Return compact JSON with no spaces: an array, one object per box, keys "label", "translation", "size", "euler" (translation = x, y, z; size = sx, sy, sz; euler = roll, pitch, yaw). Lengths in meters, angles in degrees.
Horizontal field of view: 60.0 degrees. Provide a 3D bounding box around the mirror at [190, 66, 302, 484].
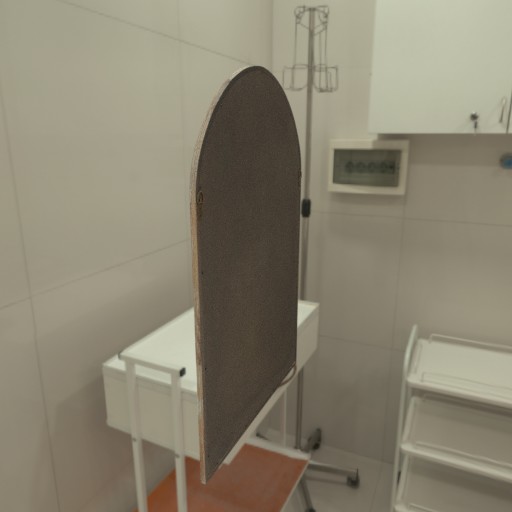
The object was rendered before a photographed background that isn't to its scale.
[{"label":"mirror","translation":[0.000,0.000,1.155],"size":[0.032,0.915,0.609],"euler":[7,17,24]}]
